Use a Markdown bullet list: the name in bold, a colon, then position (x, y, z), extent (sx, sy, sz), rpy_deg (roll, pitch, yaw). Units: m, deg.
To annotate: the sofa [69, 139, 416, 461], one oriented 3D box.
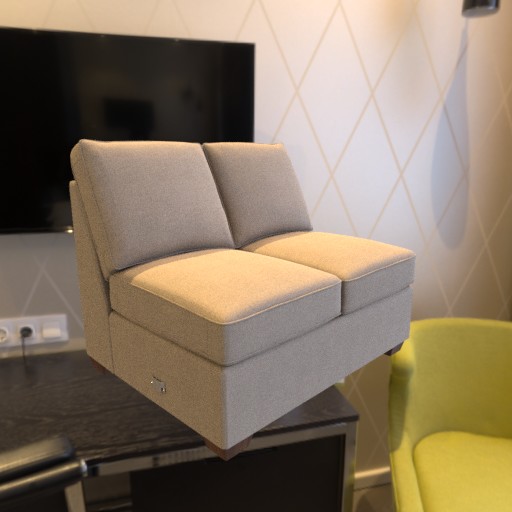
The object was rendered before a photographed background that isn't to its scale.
- **sofa**: position (0.000, 0.000, 1.988), extent (1.232, 1.006, 0.978), rpy_deg (-13, 19, -43)
